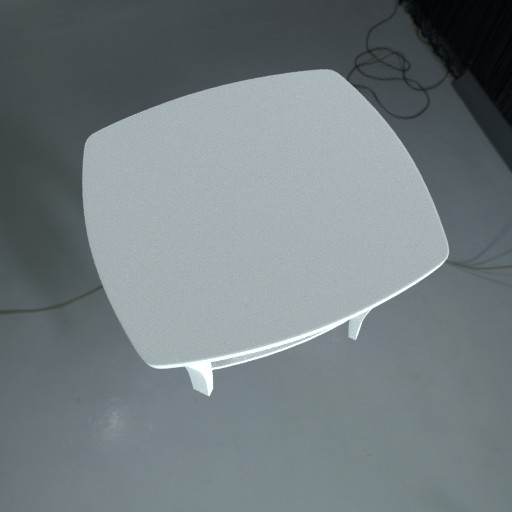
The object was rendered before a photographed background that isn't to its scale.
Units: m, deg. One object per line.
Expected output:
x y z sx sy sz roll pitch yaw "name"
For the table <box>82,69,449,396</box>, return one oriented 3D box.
0.000 0.000 0.860 0.502 0.438 0.451 -19 66 -9 "table"
